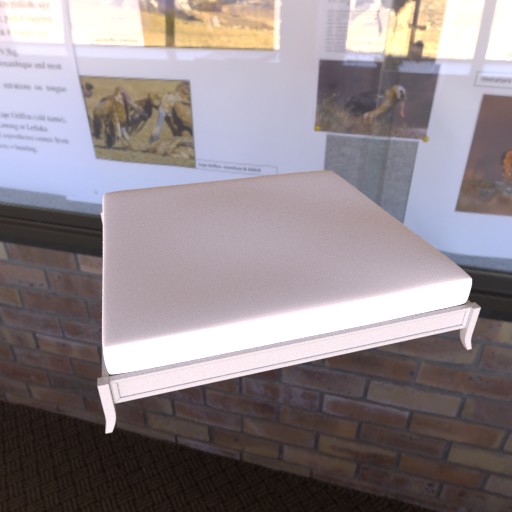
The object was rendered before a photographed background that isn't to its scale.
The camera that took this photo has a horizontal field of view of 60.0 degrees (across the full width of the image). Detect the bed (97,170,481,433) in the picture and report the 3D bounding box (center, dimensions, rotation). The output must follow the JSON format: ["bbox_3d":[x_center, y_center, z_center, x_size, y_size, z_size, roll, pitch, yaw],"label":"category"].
[{"bbox_3d":[0.000,0.000,3.100,2.108,0.510,2.007,-9,32,-14],"label":"bed"}]
